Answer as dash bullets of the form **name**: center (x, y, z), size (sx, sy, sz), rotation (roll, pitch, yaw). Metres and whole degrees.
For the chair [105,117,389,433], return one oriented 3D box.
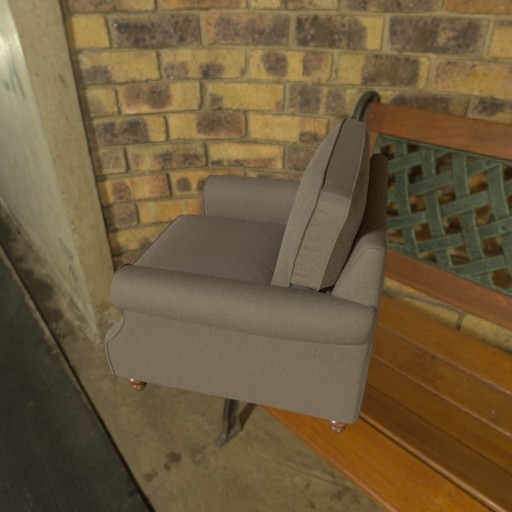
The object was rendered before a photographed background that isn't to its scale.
- **chair**: center (0.000, 0.000, 1.792), size (0.966, 0.967, 1.029), rotation (8, 32, 12)
